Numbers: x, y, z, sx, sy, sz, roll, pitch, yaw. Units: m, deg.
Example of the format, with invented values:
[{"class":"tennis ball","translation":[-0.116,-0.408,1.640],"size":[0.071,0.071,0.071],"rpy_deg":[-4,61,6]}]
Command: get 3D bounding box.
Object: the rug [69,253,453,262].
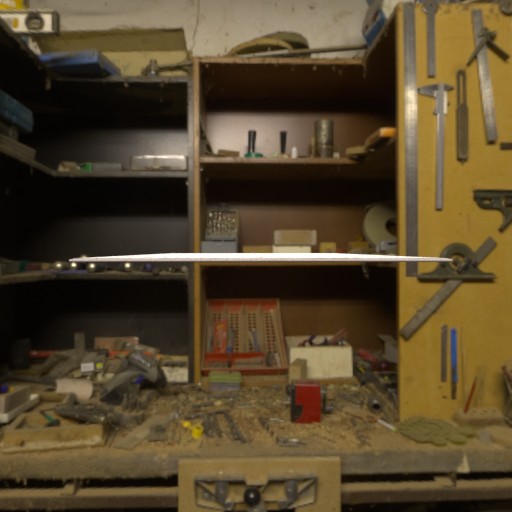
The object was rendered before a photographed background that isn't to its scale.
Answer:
[{"class":"rug","translation":[0.000,0.000,2.329],"size":[1.224,0.012,1.847],"rpy_deg":[0,1,-1]}]
